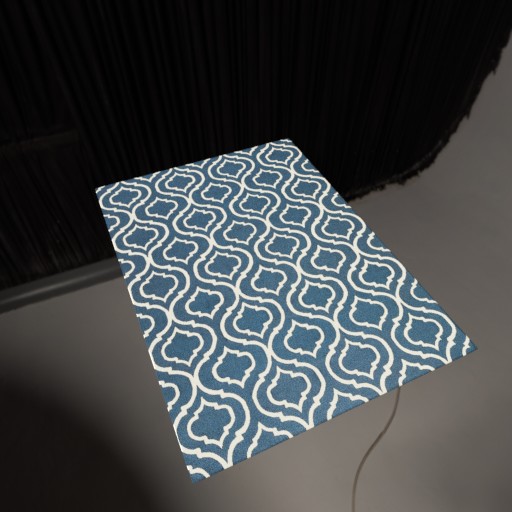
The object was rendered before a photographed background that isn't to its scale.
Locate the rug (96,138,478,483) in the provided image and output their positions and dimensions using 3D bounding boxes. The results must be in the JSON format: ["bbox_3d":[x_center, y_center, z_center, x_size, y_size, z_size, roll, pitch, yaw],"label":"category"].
[{"bbox_3d":[0.000,0.000,4.281,2.438,0.010,3.353,-19,50,-16],"label":"rug"}]
